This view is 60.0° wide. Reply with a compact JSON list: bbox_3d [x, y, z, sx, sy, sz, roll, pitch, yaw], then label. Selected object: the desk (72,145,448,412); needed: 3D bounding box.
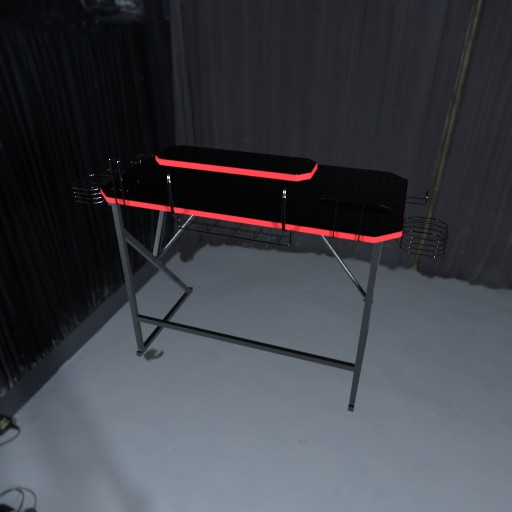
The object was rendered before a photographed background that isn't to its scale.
[{"bbox_3d":[0.000,0.000,1.734,1.280,0.913,0.588,10,32,16],"label":"desk"}]
